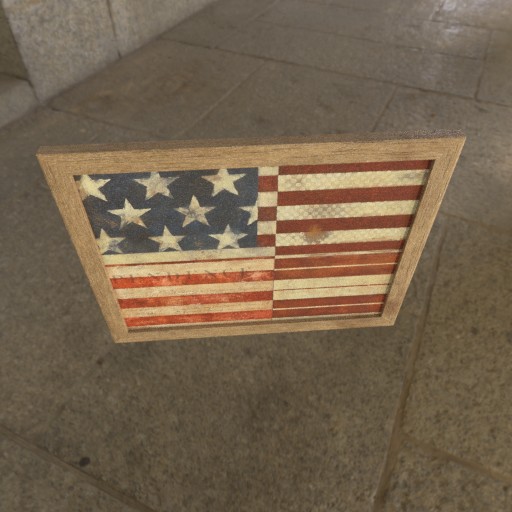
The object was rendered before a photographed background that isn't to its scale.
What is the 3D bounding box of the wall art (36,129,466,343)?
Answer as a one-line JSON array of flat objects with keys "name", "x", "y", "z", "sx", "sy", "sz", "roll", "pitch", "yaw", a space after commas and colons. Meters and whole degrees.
[{"name": "wall art", "x": 0.000, "y": 0.000, "z": 0.909, "sx": 0.690, "sy": 0.535, "sz": 0.026, "roll": -3, "pitch": 46, "yaw": -3}]
